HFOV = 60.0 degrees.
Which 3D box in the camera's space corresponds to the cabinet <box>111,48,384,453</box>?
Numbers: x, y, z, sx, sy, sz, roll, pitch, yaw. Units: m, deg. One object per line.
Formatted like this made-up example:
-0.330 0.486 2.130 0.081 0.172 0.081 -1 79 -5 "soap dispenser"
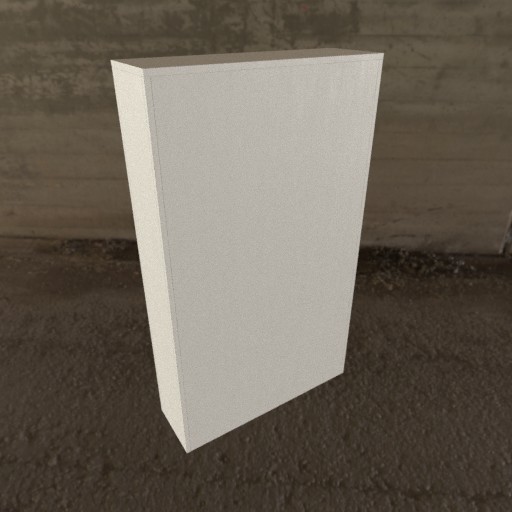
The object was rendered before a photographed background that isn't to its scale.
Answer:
0.000 0.000 1.550 0.750 1.280 0.250 -17 33 -28 "cabinet"
